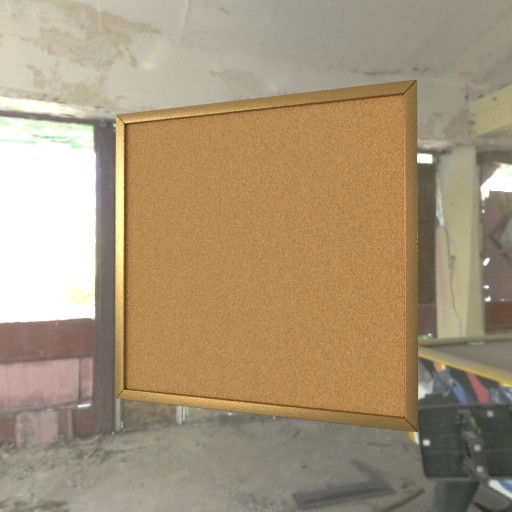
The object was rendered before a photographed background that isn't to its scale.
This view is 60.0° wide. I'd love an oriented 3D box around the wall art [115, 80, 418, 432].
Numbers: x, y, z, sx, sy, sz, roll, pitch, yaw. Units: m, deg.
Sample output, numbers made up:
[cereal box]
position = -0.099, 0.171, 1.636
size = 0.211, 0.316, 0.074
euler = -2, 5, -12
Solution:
[wall art]
position = 0.000, 0.000, 0.446
size = 0.305, 0.305, 0.037
euler = 0, -1, 18
